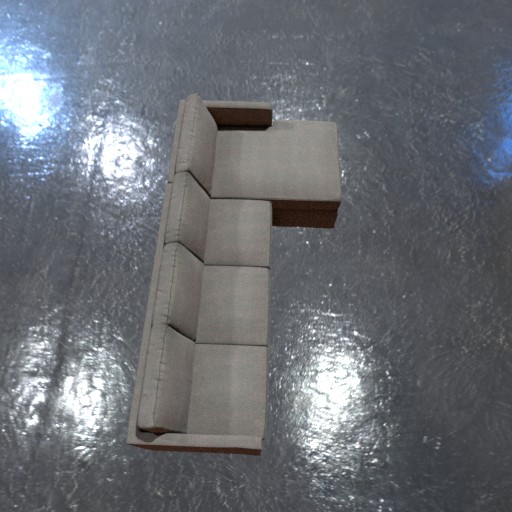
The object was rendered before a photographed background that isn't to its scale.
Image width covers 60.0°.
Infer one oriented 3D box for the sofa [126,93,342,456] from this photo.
[{"bbox_3d":[0.000,0.000,3.930,1.650,0.922,3.205,2,63,1],"label":"sofa"}]
